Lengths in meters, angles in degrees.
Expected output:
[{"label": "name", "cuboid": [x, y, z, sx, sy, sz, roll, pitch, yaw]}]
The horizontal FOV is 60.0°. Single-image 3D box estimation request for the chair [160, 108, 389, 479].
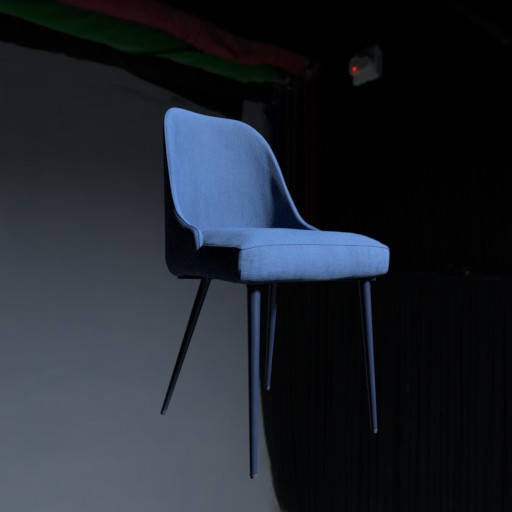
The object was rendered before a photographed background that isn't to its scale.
[{"label": "chair", "cuboid": [0.000, 0.000, 1.202, 0.478, 0.896, 0.559, 0, 1, -37]}]
